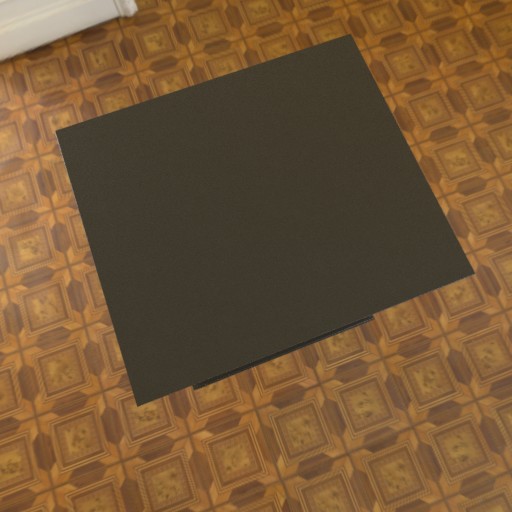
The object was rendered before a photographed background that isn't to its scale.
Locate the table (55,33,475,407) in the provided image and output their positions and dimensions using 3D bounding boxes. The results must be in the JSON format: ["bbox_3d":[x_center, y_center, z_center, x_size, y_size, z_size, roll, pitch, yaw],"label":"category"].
[{"bbox_3d":[0.000,0.000,0.896,0.460,0.610,0.399,-20,76,-5],"label":"table"}]
